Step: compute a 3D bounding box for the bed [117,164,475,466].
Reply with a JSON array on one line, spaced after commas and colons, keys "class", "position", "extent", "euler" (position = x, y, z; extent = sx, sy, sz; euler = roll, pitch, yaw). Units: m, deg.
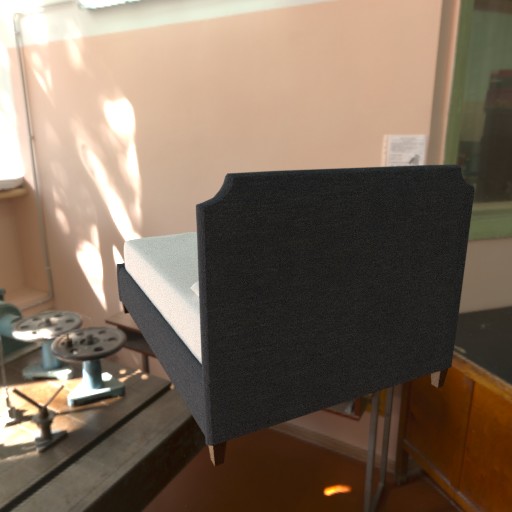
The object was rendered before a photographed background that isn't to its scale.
[{"class": "bed", "position": [0.000, 0.000, 3.356], "extent": [1.713, 1.443, 2.372], "euler": [-8, 17, -26]}]
